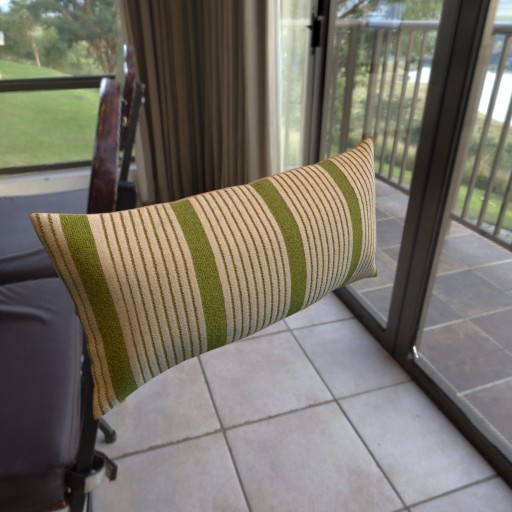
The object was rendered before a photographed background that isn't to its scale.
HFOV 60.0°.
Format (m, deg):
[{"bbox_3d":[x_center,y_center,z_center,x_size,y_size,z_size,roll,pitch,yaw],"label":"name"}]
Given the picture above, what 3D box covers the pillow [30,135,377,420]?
[{"bbox_3d":[0.000,0.000,0.720,0.608,0.292,0.156,-21,36,-32],"label":"pillow"}]
